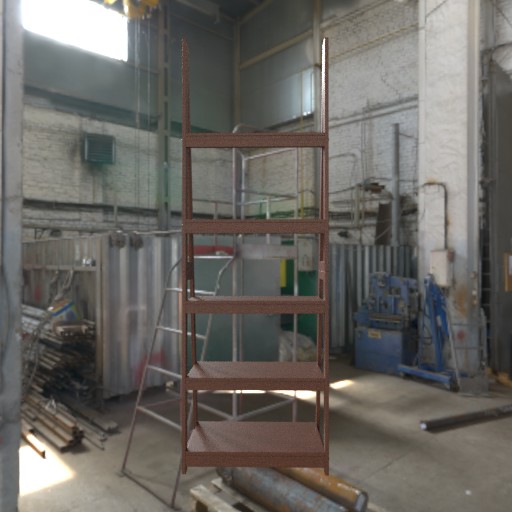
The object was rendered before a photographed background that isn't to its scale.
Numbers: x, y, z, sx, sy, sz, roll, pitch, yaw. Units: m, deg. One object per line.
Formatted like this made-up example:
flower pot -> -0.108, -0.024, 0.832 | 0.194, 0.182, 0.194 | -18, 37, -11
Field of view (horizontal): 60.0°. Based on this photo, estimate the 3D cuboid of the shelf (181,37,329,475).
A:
shelf -> 0.000, 0.000, 1.970 | 0.600, 1.770, 0.350 | 0, 0, 1
